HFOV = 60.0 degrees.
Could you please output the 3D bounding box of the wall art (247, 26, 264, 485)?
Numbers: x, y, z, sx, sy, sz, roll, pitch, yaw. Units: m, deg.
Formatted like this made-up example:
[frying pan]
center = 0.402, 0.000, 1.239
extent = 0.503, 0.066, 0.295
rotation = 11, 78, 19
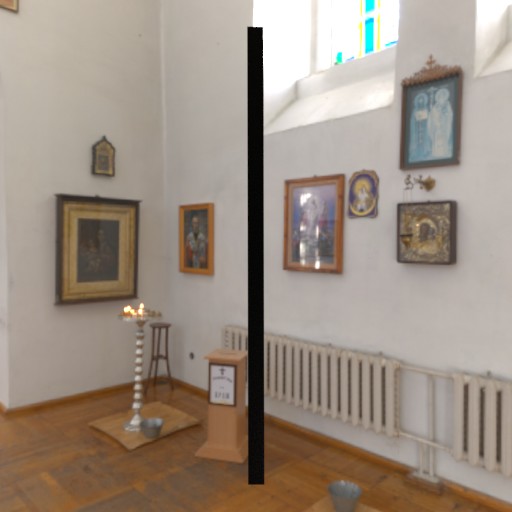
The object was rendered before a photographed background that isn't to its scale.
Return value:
[wall art]
center = 0.000, 0.000, 1.430
extent = 0.040, 1.062, 0.805
rotation = 0, 0, 0
